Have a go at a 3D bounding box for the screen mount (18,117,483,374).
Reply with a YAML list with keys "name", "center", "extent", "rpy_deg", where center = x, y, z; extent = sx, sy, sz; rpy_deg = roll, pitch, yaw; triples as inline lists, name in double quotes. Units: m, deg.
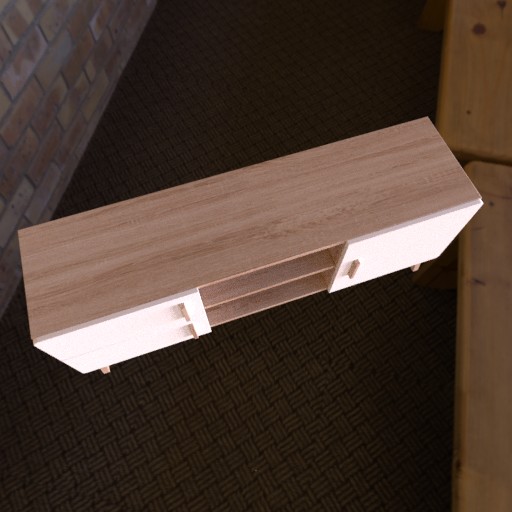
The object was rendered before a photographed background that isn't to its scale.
- name: "screen mount"
  center: [0.000, 0.000, 1.721]
  extent: [1.500, 0.570, 0.420]
  rpy_deg: [-17, 65, -8]
